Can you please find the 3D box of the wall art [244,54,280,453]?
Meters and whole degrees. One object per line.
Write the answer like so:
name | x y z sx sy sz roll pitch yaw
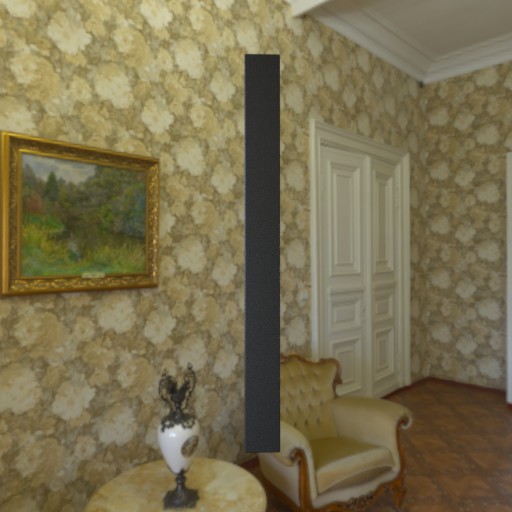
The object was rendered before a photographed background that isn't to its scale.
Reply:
wall art | 0.000 0.000 1.180 0.058 0.640 0.939 0 -1 -1
